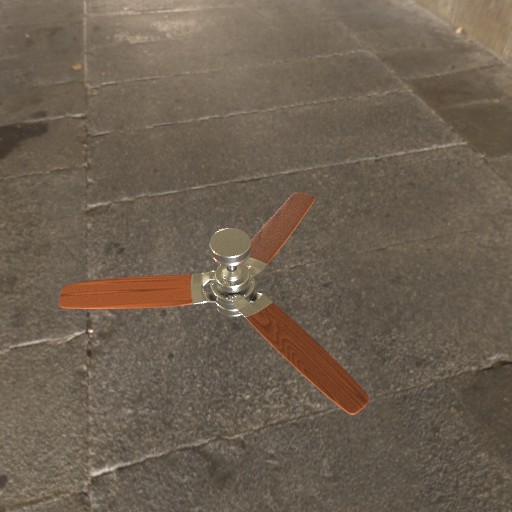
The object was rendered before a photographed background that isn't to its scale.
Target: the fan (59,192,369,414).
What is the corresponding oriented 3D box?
[{"bbox_3d":[0.000,0.000,2.076,1.416,0.410,1.271,23,51,20],"label":"fan"}]
